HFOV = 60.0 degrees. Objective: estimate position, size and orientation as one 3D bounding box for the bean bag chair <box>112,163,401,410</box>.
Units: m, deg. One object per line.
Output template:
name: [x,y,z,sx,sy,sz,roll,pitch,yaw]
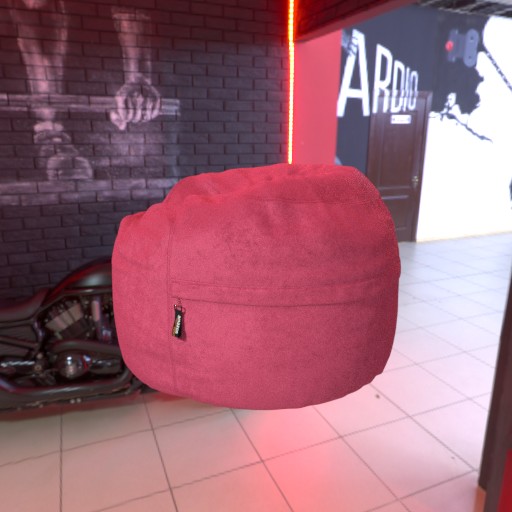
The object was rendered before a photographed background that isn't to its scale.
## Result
bean bag chair: [0.000,0.000,1.953,1.218,0.788,1.218,0,15,0]
